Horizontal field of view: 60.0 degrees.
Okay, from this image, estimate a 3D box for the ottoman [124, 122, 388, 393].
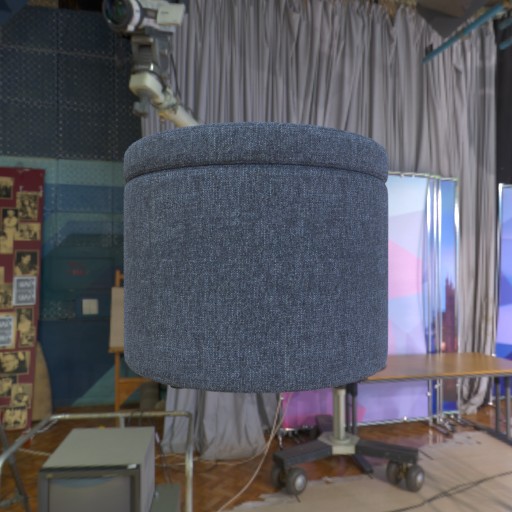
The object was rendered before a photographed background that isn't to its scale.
[{"bbox_3d":[0.000,0.000,0.875,0.500,0.419,0.500,0,0,0],"label":"ottoman"}]
